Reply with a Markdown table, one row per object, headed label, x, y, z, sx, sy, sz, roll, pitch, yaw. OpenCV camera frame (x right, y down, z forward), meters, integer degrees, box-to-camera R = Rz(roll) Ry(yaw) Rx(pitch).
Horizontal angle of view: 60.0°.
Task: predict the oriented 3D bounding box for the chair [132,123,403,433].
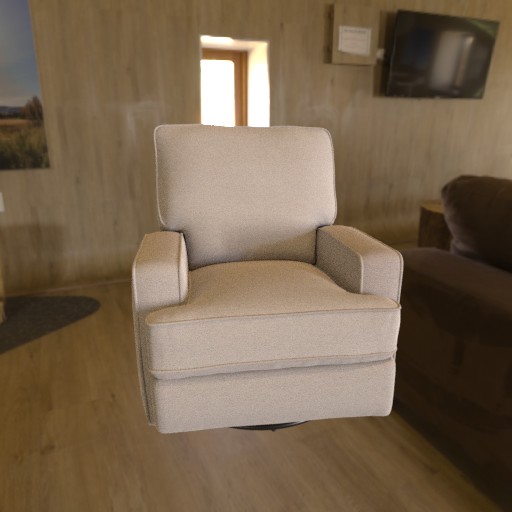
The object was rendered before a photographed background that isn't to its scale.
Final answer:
| label | x | y | z | sx | sy | sz | roll | pitch | yaw |
| --- | --- | --- | --- | --- | --- | --- | --- | --- | --- |
| chair | 0.000 | 0.000 | 1.686 | 0.861 | 0.964 | 0.969 | -2 | 17 | -8 |
